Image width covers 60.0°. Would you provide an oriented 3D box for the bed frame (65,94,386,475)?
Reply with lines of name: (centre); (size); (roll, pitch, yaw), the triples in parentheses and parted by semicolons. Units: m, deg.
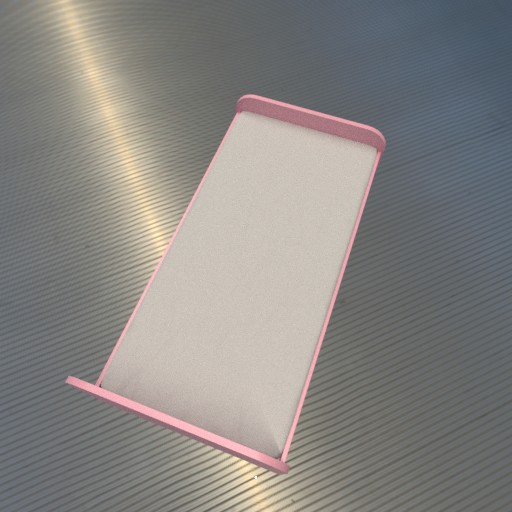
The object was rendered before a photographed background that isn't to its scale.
bed frame: (0.000, 0.000, 2.474); (0.998, 0.805, 1.963); (18, 65, 9)
